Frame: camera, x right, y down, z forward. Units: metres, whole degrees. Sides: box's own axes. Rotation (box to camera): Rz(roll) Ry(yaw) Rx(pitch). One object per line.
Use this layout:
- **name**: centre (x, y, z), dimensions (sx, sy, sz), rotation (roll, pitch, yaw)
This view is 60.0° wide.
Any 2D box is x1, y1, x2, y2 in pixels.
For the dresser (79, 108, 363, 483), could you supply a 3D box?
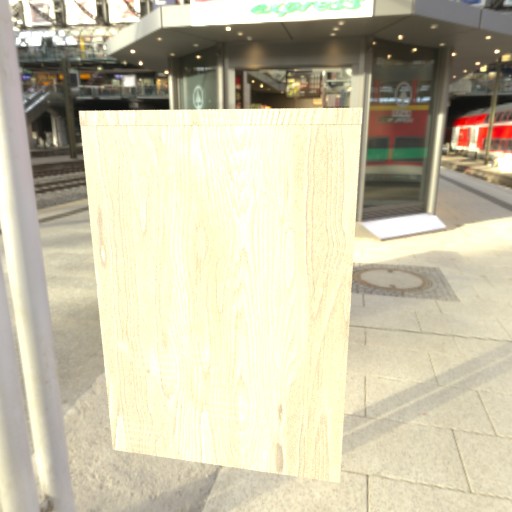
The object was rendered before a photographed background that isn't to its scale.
- **dresser**: centre (0.000, 0.000, 1.280), dimensions (0.529, 0.762, 0.809), rotation (3, 16, 11)
